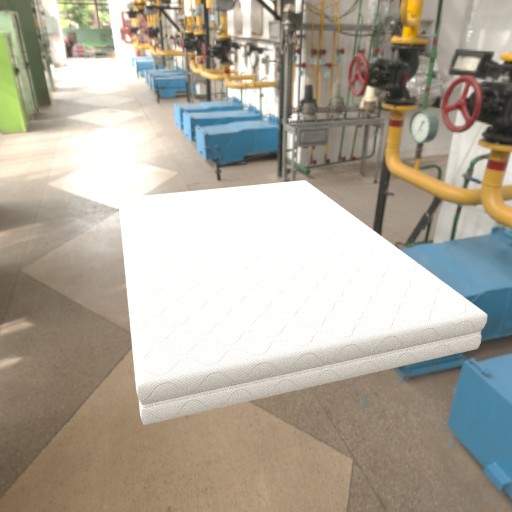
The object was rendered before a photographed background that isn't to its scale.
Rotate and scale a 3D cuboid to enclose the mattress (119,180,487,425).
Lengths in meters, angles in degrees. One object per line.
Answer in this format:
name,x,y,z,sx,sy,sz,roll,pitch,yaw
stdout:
mattress,0.000,0.000,2.465,1.400,0.200,1.900,-8,28,-15
